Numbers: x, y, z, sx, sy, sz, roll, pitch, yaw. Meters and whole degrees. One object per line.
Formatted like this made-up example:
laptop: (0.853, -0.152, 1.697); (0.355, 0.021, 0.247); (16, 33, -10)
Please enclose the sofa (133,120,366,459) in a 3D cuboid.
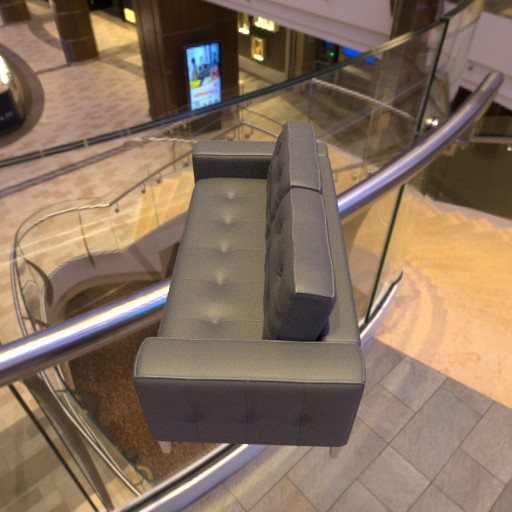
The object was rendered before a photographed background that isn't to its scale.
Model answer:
sofa: (0.000, 0.000, 2.263); (0.833, 0.893, 1.726); (1, 43, 1)
